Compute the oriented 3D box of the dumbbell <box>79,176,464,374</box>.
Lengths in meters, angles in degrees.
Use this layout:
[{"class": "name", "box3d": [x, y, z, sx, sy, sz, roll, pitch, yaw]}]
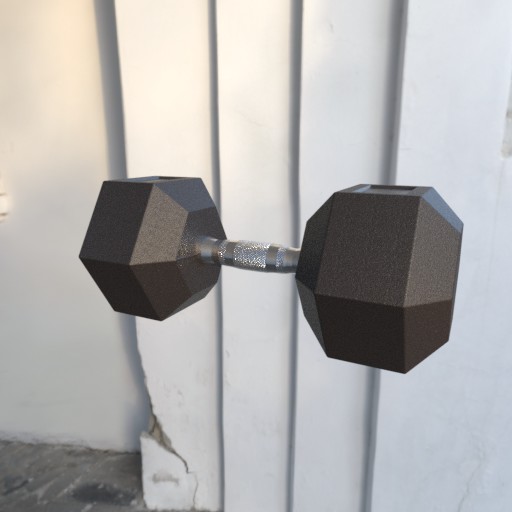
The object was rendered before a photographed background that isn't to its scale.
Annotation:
[{"class": "dumbbell", "box3d": [0.000, 0.000, 0.463, 0.384, 0.150, 0.173, 7, 16, 26]}]
